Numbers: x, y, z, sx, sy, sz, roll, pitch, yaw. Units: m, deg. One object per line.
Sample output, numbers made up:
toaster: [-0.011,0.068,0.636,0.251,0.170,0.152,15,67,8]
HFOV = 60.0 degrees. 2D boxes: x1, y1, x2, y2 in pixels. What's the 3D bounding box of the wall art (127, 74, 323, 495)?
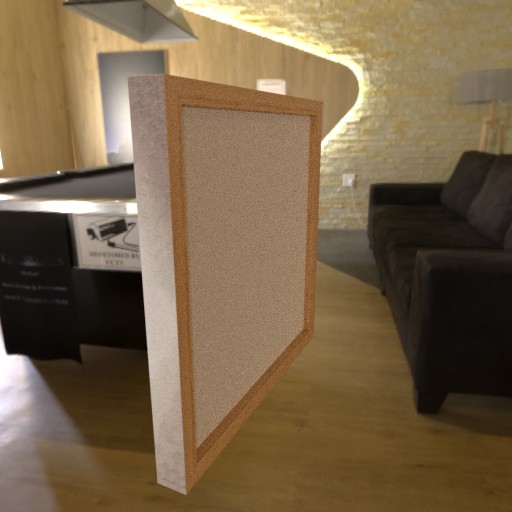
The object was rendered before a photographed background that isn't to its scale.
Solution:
wall art: [0.000,0.000,0.438,0.028,0.303,0.303,8,18,25]
